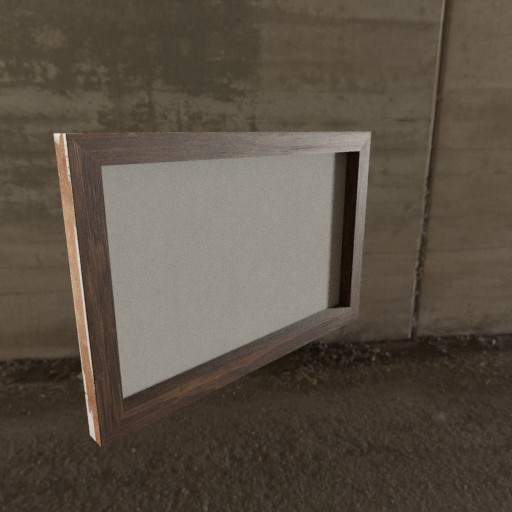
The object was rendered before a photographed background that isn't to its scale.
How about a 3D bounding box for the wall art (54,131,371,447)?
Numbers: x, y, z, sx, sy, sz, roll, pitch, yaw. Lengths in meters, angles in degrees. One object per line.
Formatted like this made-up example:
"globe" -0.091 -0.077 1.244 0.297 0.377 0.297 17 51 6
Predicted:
"wall art" 0.000 0.000 0.753 0.609 0.405 0.035 -15 22 -42
